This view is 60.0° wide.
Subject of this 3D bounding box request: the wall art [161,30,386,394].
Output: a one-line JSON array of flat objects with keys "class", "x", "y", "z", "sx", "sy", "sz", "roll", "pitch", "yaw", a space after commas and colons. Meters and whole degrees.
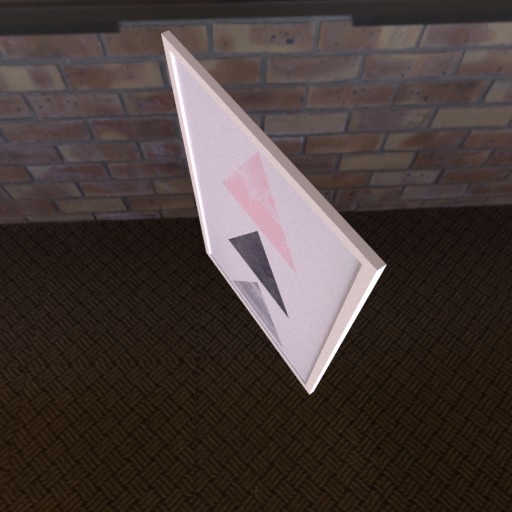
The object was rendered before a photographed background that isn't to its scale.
[{"class": "wall art", "x": 0.000, "y": 0.000, "z": 0.833, "sx": 0.013, "sy": 0.656, "sz": 0.456, "roll": -31, "pitch": 66, "yaw": -15}]
